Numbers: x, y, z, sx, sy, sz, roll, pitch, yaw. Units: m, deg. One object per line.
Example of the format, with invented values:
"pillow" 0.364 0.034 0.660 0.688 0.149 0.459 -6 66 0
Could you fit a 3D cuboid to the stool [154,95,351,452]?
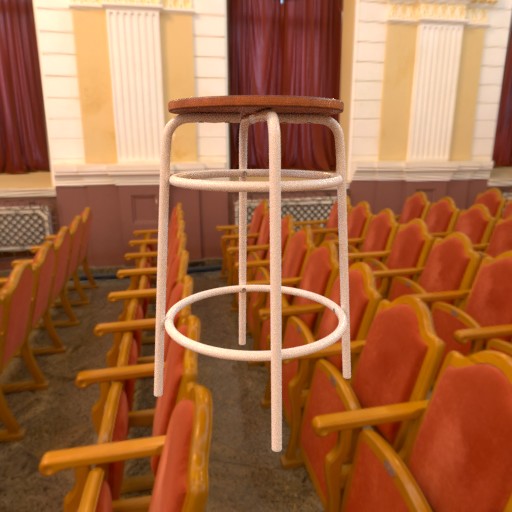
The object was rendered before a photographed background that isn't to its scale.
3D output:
"stool" 0.000 0.000 0.935 0.455 0.610 0.455 -3 15 -10
